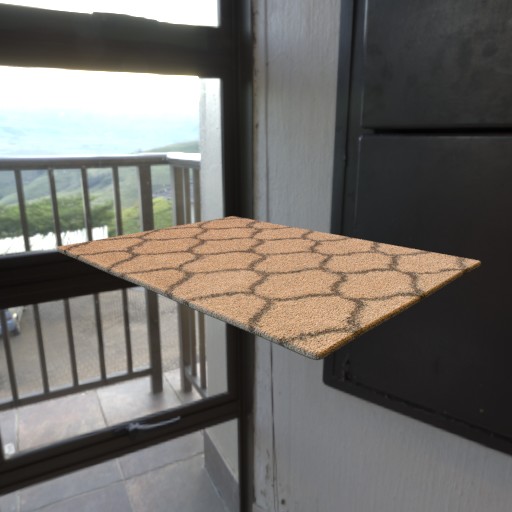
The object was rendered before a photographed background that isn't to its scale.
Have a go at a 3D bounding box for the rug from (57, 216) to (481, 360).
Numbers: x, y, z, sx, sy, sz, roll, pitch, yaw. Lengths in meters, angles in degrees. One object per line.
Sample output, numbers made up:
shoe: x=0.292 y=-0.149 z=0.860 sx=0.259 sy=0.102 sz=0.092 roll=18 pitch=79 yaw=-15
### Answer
rug: x=0.000 y=0.000 z=2.067 sx=1.600 sy=0.025 sz=1.200 roll=14 pitch=21 yaw=42
